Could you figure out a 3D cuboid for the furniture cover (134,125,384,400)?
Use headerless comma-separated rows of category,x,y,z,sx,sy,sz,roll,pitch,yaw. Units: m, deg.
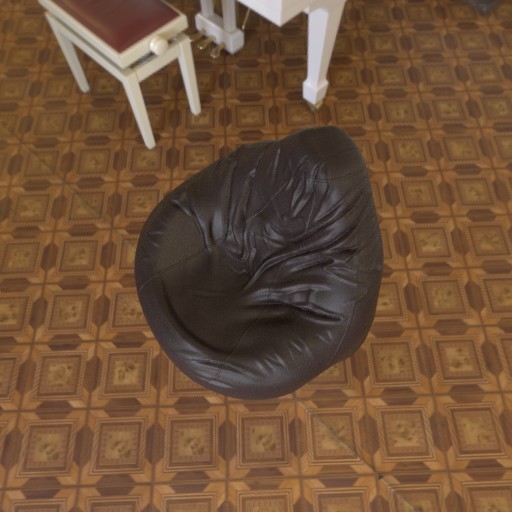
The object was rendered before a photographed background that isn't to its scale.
furniture cover,0.000,0.000,1.886,1.070,0.990,1.070,-31,68,-14
